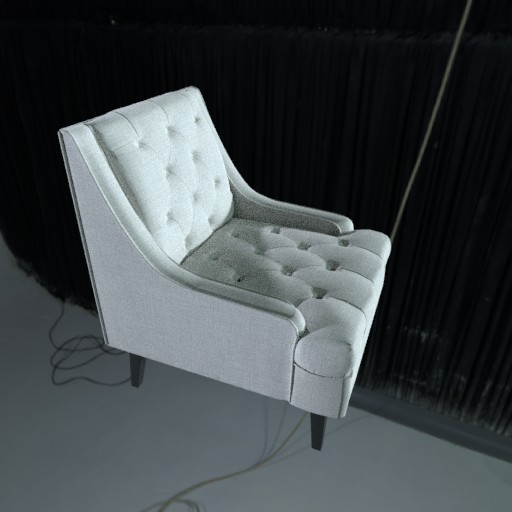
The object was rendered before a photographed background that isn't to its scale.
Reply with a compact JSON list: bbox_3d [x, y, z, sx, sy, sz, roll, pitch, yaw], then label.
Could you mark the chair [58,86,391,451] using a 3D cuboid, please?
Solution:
[{"bbox_3d":[0.000,0.000,1.397,0.772,0.891,0.658,12,32,19],"label":"chair"}]
